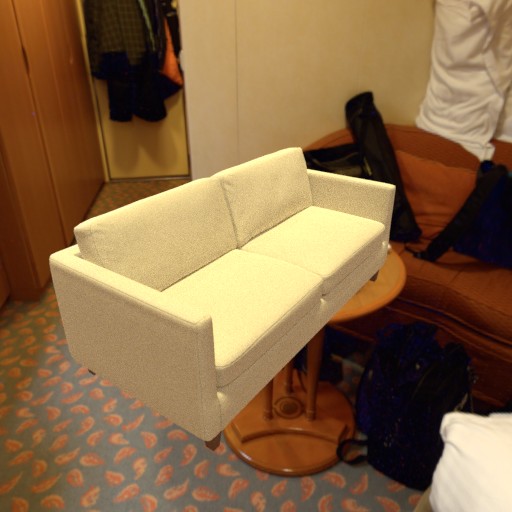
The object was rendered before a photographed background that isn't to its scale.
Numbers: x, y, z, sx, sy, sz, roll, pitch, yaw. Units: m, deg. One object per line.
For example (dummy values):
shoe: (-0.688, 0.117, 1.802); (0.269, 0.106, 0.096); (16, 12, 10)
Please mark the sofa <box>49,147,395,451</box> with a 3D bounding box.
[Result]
sofa: (0.000, 0.000, 2.590); (0.965, 0.889, 1.981); (18, 31, 31)
